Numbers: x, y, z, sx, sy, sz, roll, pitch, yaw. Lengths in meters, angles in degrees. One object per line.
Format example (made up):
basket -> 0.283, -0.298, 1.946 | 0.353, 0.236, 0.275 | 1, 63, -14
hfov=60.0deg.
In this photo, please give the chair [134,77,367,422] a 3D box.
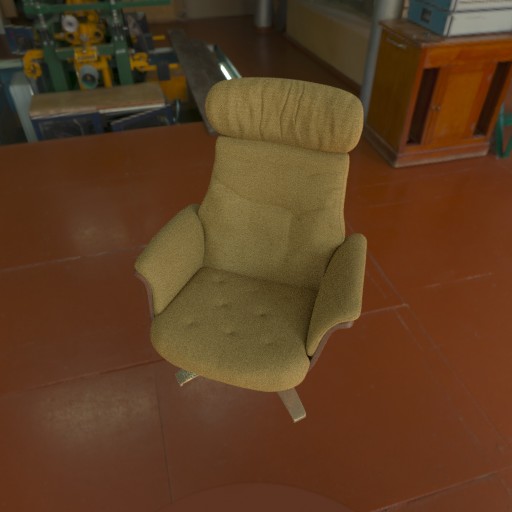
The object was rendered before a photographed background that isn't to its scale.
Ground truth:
chair -> 0.000, 0.000, 1.581 | 0.785, 0.995, 0.837 | 12, 43, 14
